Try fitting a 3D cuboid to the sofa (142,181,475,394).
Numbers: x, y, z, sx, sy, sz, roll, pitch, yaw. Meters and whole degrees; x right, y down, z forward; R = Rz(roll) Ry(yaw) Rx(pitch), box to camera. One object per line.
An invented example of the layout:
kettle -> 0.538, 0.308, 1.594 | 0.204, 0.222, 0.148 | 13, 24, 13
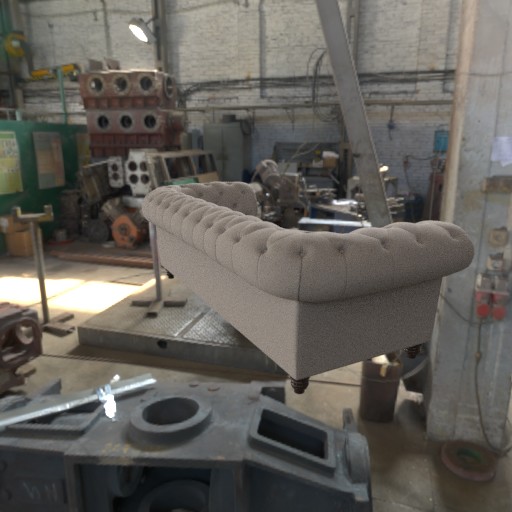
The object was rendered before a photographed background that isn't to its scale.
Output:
sofa -> 0.000, 0.000, 2.829 | 0.991, 0.749, 2.411 | -8, 17, -27
